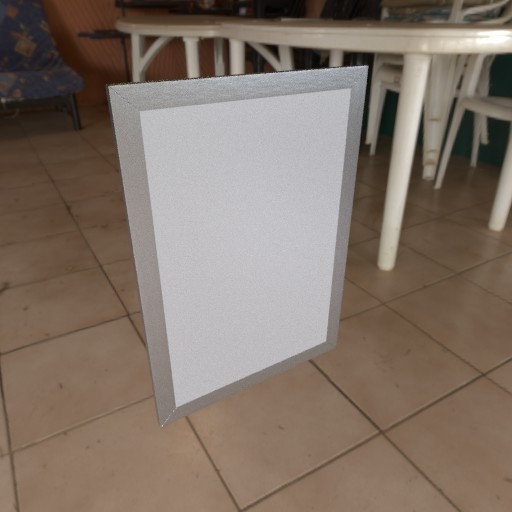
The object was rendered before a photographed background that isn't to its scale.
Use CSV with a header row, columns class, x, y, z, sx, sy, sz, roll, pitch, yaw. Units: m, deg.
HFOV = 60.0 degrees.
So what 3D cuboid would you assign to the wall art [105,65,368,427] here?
class,x,y,z,sx,sy,sz,roll,pitch,yaw
wall art,0.000,0.000,0.690,0.376,0.529,0.013,-17,33,-27
